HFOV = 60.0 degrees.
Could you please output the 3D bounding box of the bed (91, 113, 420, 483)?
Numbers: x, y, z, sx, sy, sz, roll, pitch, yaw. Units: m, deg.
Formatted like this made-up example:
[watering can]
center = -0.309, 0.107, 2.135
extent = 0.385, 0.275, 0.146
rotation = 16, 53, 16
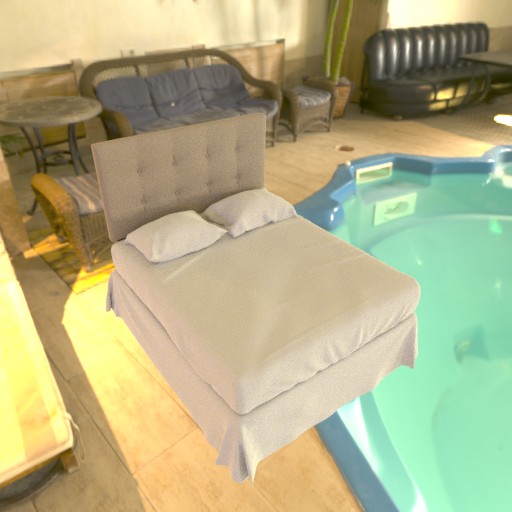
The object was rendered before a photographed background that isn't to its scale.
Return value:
[bed]
center = 0.000, 0.000, 3.479
extent = 1.936, 1.577, 2.222
rotation = -21, 38, -30
